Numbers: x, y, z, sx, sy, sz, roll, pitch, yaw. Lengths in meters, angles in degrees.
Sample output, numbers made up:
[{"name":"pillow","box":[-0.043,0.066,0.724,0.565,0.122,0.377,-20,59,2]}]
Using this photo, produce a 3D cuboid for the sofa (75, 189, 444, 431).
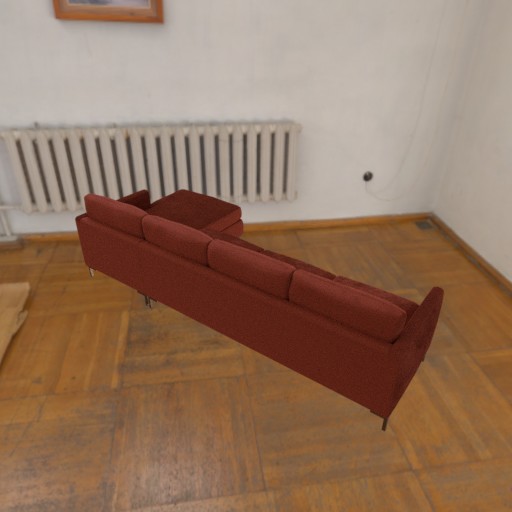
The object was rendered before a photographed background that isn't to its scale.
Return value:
[{"name":"sofa","box":[0.000,0.000,3.618,2.932,0.810,1.350,21,36,31]}]
